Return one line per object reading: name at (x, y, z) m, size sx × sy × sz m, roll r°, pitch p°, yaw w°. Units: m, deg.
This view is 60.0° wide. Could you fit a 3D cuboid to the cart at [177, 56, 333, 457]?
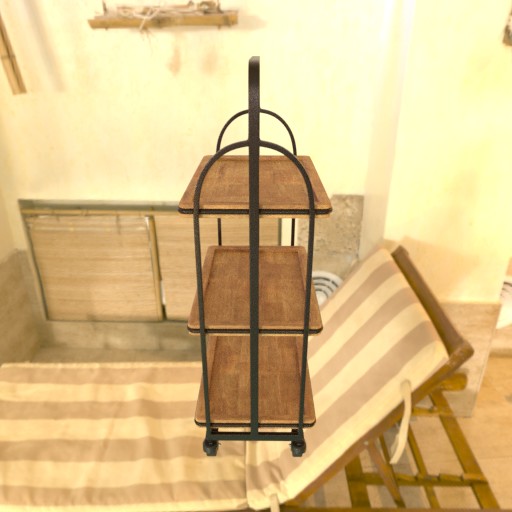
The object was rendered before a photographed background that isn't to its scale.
cart at (0.000, 0.000, 1.223) m, size 0.327 × 1.001 × 0.553 m, roll 0°, pitch 25°, yaw 1°
